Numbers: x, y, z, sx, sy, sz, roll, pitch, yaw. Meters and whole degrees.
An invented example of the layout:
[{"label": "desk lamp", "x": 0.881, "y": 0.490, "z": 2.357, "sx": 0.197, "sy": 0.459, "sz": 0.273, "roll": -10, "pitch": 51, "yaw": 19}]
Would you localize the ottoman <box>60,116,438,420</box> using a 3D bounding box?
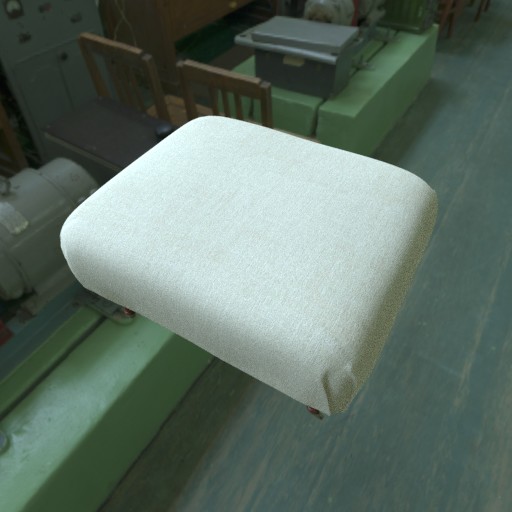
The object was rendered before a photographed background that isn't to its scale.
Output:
[{"label": "ottoman", "x": 0.000, "y": 0.000, "z": 1.138, "sx": 0.747, "sy": 0.450, "sz": 0.622, "roll": 23, "pitch": 51, "yaw": 20}]
